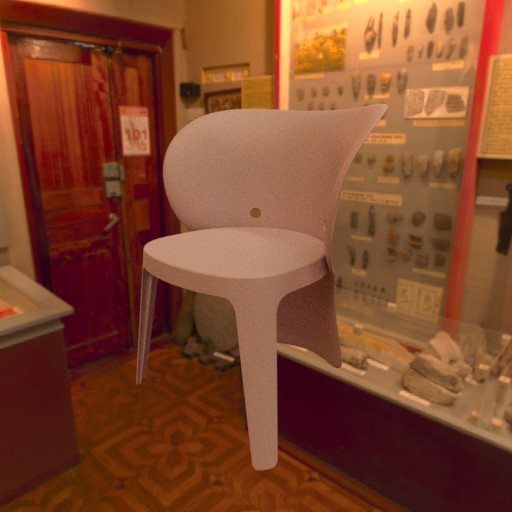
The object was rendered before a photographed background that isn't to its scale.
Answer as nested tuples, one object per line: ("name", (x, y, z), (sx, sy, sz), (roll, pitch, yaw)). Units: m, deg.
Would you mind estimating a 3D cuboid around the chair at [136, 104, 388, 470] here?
("chair", (0.000, 0.000, 0.854), (0.451, 0.554, 0.402), (15, 22, 42))
